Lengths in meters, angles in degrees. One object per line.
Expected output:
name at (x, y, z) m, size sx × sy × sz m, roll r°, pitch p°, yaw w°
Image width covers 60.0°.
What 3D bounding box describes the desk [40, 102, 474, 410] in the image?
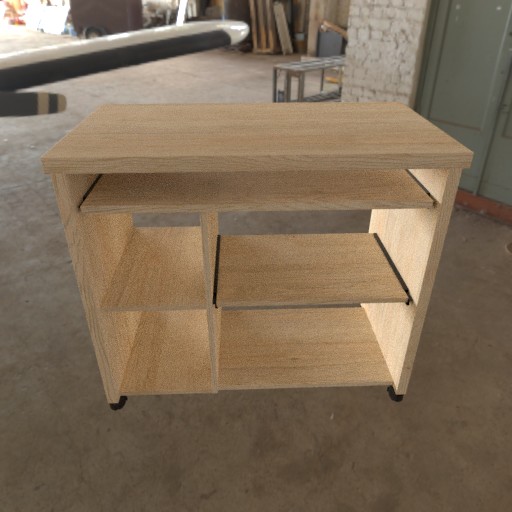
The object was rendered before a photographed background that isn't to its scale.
desk at (0.000, 0.000, 1.306) m, size 0.885 × 0.770 × 0.480 m, roll -1°, pitch 31°, yaw -2°
